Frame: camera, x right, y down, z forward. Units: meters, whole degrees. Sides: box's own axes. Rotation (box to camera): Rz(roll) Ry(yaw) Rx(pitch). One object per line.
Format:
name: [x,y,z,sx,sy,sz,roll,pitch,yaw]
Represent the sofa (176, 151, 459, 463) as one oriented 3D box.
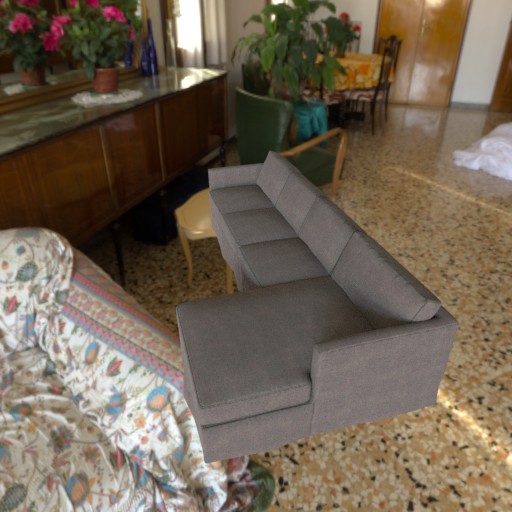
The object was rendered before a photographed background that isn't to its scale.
sofa: [0.000,0.000,3.907,1.650,0.922,3.205,-9,32,-14]
